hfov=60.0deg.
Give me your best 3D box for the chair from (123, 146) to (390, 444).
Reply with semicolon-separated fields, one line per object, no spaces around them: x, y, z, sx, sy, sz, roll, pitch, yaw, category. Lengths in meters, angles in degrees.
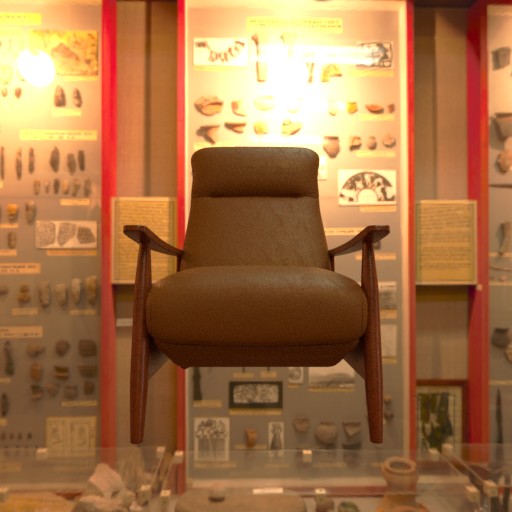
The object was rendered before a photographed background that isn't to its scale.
0.000;0.000;1.757;0.762;1.082;1.014;0;0;0;chair
